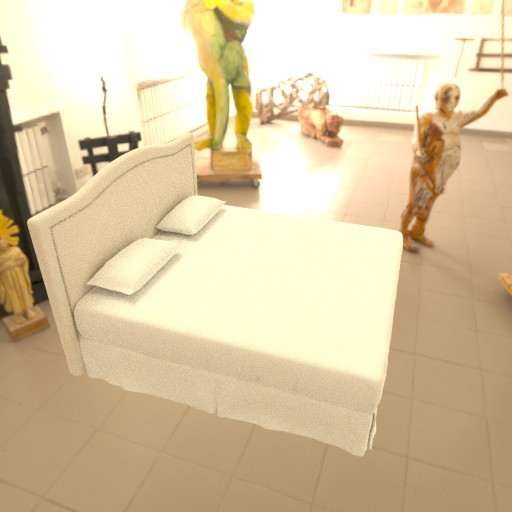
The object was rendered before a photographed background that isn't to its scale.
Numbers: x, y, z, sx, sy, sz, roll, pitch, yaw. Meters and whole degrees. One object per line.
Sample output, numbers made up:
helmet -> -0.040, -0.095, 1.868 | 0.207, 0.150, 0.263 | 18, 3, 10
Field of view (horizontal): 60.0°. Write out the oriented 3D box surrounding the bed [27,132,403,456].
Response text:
bed -> 0.000, 0.000, 3.455 | 2.182, 1.421, 2.083 | 10, 32, 17
